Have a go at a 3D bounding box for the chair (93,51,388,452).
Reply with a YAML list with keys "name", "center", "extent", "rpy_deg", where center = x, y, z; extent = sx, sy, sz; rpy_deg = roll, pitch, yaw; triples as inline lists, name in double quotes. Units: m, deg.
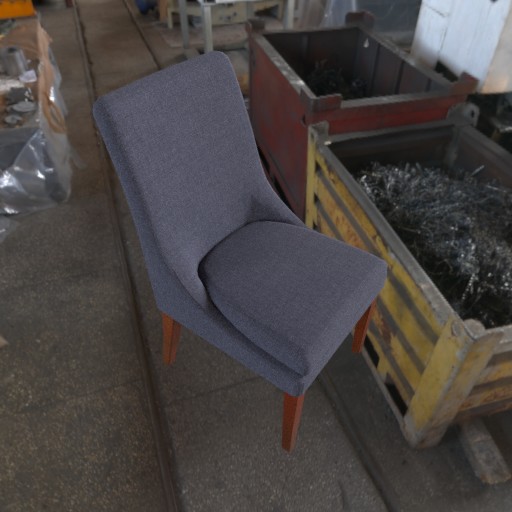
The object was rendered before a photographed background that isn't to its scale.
- name: "chair"
  center: [0.000, 0.000, 1.323]
  extent: [0.655, 0.952, 0.508]
  rpy_deg: [27, 49, 26]
